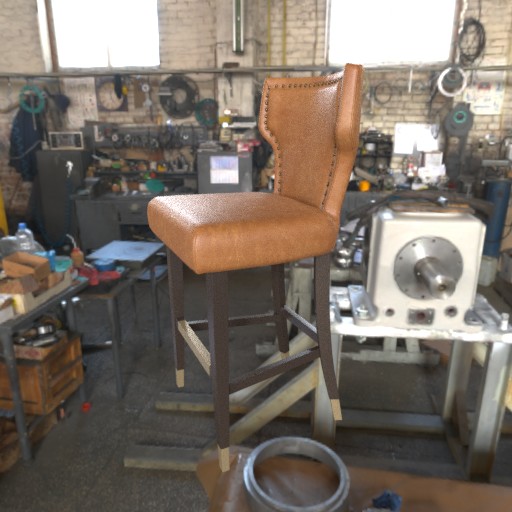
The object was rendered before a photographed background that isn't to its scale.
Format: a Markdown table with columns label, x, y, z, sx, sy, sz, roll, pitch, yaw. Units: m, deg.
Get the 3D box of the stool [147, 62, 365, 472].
| label | x | y | z | sx | sy | sz | roll | pitch | yaw |
| --- | --- | --- | --- | --- | --- | --- | --- | --- | --- |
| stool | 0.000 | 0.000 | 1.392 | 0.563 | 1.092 | 0.526 | -8 | 18 | -24 |
